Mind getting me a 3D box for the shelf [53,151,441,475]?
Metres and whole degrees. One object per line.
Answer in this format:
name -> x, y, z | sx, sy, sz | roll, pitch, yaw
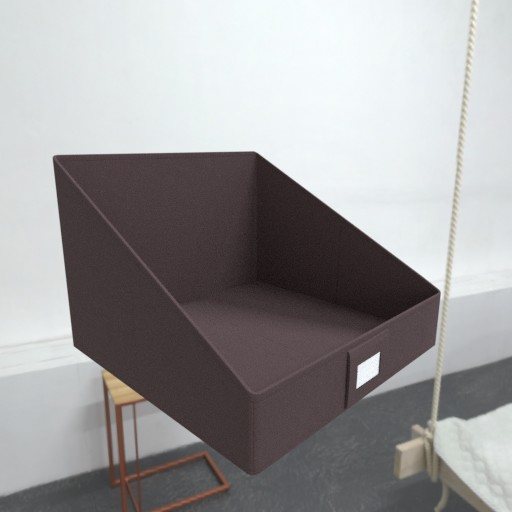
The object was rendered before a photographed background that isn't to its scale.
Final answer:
shelf -> 0.000, 0.000, 0.471 | 0.292, 0.210, 0.292 | 14, 20, 43
